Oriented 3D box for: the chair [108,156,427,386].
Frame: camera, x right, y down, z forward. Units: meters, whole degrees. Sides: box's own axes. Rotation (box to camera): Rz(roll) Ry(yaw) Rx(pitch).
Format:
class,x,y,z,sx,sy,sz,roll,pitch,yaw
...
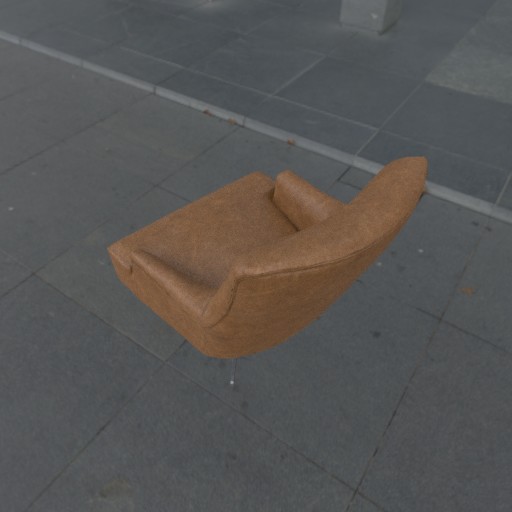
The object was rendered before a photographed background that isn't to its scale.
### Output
class,x,y,z,sx,sy,sz,roll,pitch,yaw
chair,0.000,0.000,1.514,0.729,0.869,0.874,-32,54,-27
